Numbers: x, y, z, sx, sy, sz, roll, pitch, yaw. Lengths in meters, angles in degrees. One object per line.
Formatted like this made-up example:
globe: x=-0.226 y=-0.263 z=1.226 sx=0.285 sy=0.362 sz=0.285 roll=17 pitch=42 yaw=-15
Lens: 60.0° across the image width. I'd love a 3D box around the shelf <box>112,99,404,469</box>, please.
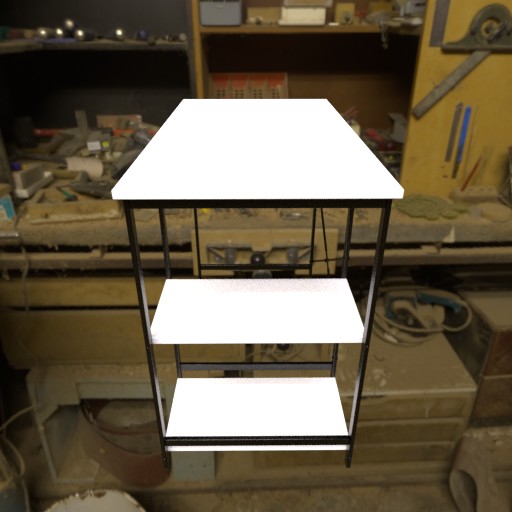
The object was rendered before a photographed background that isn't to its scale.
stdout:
shelf: x=0.000 y=0.000 z=1.329 sx=0.498 sy=0.750 sz=0.902 roll=0 pitch=29 yaw=0
